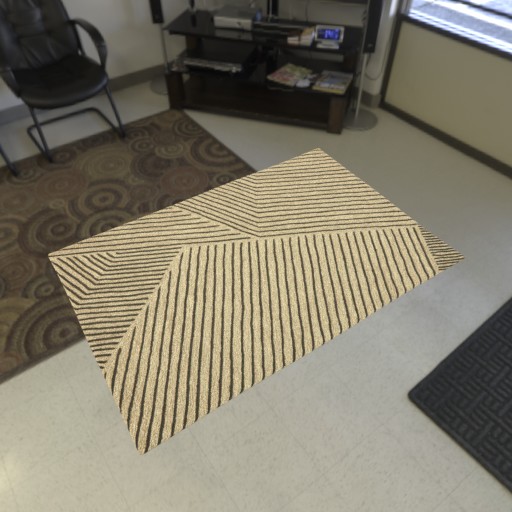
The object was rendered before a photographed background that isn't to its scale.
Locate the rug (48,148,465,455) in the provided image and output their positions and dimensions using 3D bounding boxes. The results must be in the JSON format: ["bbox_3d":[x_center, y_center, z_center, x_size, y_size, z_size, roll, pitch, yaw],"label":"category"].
[{"bbox_3d":[0.000,0.000,2.347,1.842,0.019,1.237,-26,52,-22],"label":"rug"}]
